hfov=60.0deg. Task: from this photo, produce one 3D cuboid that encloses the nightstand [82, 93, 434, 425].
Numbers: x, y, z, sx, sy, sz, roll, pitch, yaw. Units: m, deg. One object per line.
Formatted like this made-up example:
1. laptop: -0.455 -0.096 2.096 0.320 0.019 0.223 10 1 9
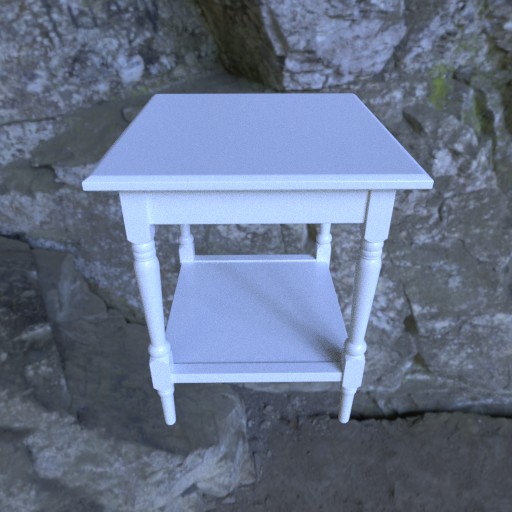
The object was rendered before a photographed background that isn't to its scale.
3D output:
1. nightstand: 0.000 0.000 0.935 0.459 0.555 0.505 0 32 -1
